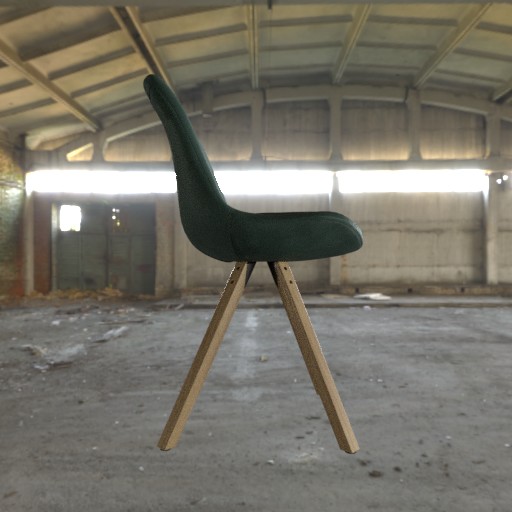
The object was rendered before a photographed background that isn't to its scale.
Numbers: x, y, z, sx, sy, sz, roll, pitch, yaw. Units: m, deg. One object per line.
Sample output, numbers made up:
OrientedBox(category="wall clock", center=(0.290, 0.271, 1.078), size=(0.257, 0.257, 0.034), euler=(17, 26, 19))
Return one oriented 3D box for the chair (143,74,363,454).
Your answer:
OrientedBox(category="chair", center=(0.000, 0.000, 1.181), size=(0.547, 0.865, 0.483), euler=(0, 0, 0))
